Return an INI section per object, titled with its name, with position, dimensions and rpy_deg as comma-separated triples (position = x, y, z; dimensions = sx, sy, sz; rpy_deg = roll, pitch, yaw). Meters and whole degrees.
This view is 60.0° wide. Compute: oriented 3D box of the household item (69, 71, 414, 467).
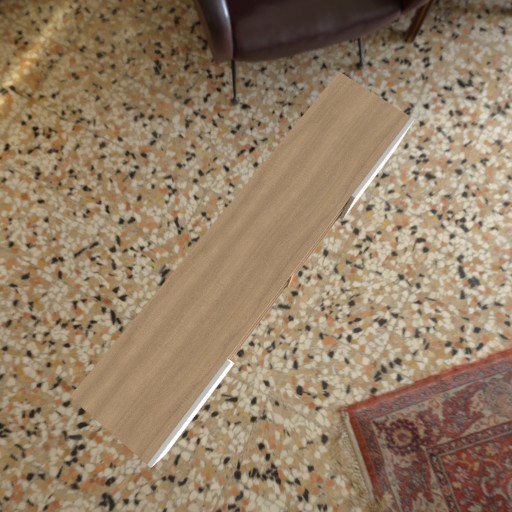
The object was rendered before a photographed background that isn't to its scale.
[household item]
position = 0.000, 0.000, 2.032
dimensions = 0.420, 0.310, 1.850
rpy_deg = 36, 78, 9
